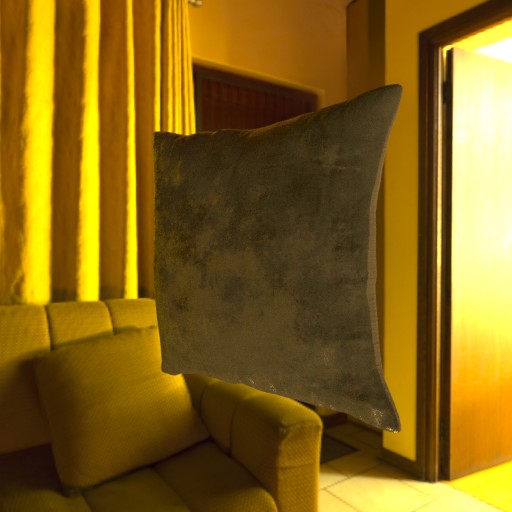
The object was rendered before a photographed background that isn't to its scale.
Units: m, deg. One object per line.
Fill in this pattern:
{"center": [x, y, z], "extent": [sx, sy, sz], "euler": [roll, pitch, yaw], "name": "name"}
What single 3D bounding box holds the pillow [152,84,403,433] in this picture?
{"center": [0.000, 0.000, 0.716], "extent": [0.470, 0.464, 0.175], "euler": [1, 1, 35], "name": "pillow"}
